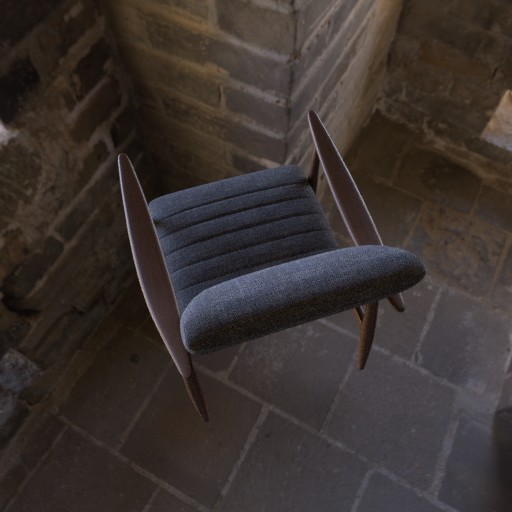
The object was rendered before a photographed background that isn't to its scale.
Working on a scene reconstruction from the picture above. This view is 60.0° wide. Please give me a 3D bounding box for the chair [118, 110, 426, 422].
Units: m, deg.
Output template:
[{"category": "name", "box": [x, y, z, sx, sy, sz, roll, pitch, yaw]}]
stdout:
[{"category": "chair", "box": [0.000, 0.000, 1.462, 0.741, 0.832, 0.798, -16, 60, -9]}]
